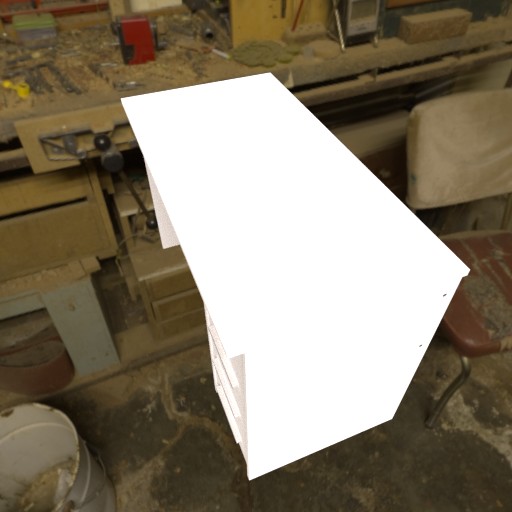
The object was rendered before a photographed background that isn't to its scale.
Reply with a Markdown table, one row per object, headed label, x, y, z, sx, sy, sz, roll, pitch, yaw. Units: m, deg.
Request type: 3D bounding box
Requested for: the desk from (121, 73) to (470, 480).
| label | x | y | z | sx | sy | sz | roll | pitch | yaw |
| --- | --- | --- | --- | --- | --- | --- | --- | --- | --- |
| desk | 0.000 | 0.000 | 1.504 | 0.560 | 0.730 | 1.096 | -16 | 48 | -15 |
